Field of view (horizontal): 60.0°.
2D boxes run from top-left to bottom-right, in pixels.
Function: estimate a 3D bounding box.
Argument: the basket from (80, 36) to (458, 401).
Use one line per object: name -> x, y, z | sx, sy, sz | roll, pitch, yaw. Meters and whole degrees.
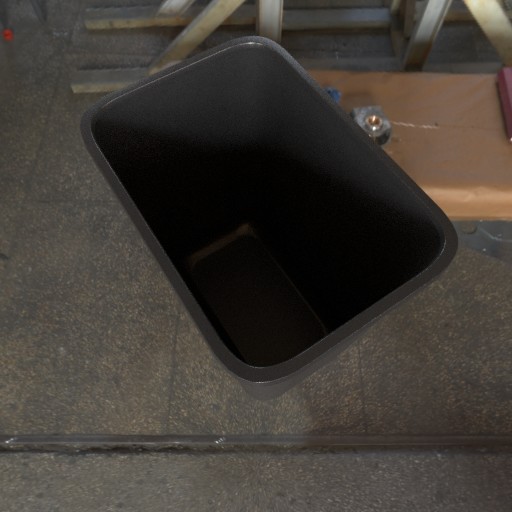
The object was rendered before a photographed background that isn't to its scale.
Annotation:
basket -> 0.000, 0.000, 0.502 | 0.211, 0.307, 0.300 | -31, 68, -14
